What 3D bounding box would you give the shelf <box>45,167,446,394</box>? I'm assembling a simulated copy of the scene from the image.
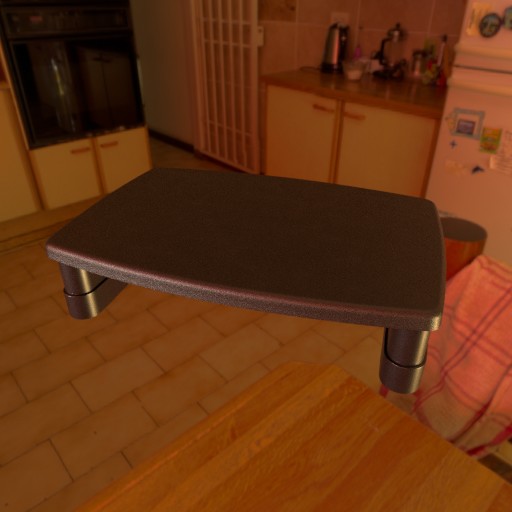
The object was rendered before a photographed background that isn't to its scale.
[{"bbox_3d":[0.000,0.000,0.530,0.410,0.100,0.280,9,33,15],"label":"shelf"}]
